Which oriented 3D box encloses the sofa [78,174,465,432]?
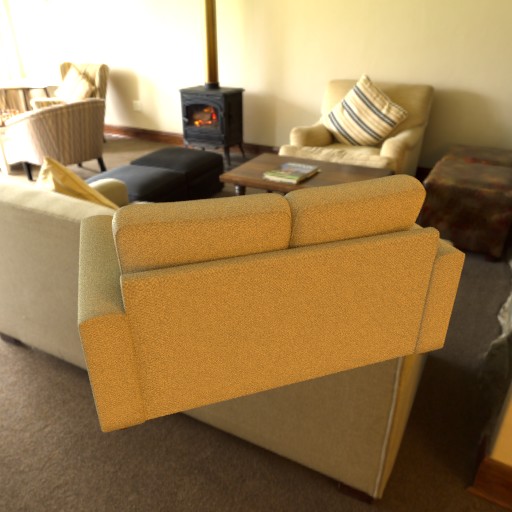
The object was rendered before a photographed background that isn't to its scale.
[{"bbox_3d":[0.000,0.000,2.194,1.616,0.873,1.016,-9,29,-17],"label":"sofa"}]
